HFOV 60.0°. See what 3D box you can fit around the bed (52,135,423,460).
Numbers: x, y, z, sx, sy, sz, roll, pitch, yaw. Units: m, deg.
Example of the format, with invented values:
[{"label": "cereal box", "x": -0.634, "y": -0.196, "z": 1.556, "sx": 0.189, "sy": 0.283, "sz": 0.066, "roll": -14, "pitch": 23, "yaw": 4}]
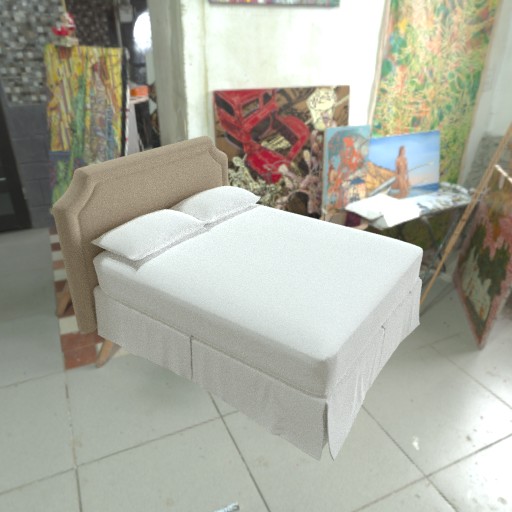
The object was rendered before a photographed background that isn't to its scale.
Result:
[{"label": "bed", "x": 0.000, "y": 0.000, "z": 3.335, "sx": 2.204, "sy": 1.301, "sz": 1.828, "roll": 18, "pitch": 32, "yaw": 31}]
